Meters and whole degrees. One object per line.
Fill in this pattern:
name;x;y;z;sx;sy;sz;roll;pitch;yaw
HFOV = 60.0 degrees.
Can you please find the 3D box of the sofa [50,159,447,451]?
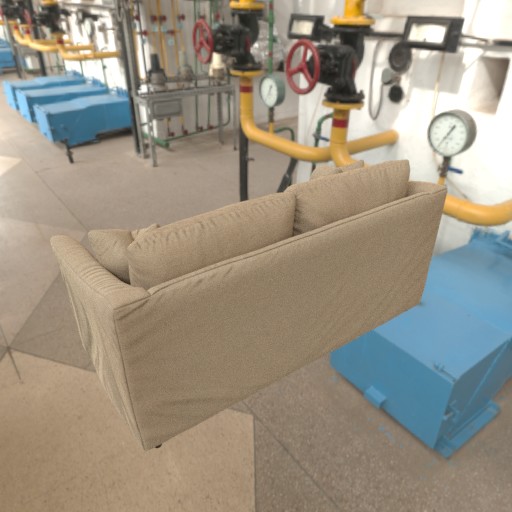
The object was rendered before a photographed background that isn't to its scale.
sofa;0.000;0.000;2.599;2.010;1.018;1.072;-20;36;-30
